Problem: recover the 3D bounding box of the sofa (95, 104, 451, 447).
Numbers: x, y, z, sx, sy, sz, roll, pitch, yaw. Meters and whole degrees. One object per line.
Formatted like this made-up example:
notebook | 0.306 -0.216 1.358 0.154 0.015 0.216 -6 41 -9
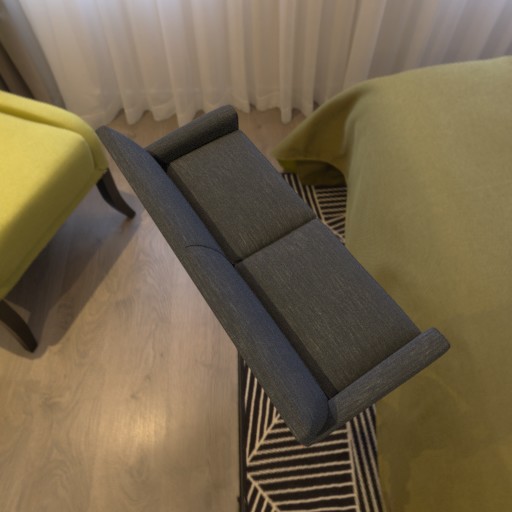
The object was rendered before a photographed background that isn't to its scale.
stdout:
sofa | 0.000 0.000 2.481 0.875 0.846 1.976 -29 63 -17
